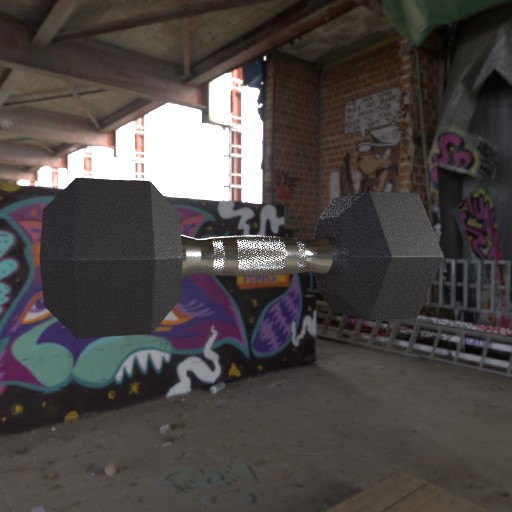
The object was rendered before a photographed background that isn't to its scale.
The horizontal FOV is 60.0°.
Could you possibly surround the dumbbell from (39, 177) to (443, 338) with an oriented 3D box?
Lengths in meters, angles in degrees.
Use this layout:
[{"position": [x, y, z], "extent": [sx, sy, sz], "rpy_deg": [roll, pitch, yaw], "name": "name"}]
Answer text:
[{"position": [0.000, 0.000, 0.345], "extent": [0.297, 0.101, 0.116], "rpy_deg": [0, 1, -19], "name": "dumbbell"}]
